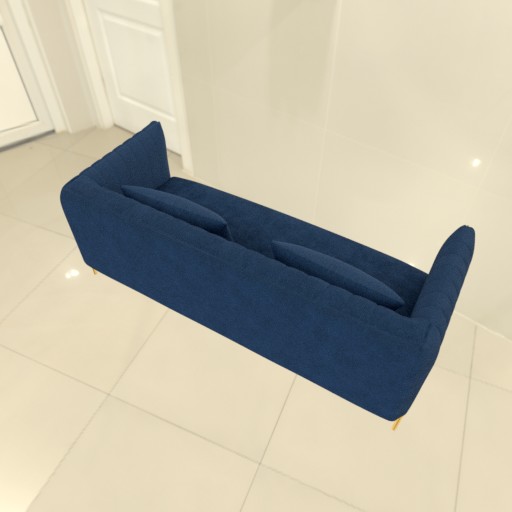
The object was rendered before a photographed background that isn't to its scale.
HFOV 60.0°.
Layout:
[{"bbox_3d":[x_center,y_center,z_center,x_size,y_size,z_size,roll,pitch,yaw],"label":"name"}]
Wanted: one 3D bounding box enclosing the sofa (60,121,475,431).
[{"bbox_3d":[0.000,0.000,2.586,2.136,0.793,0.896,23,51,20],"label":"sofa"}]
